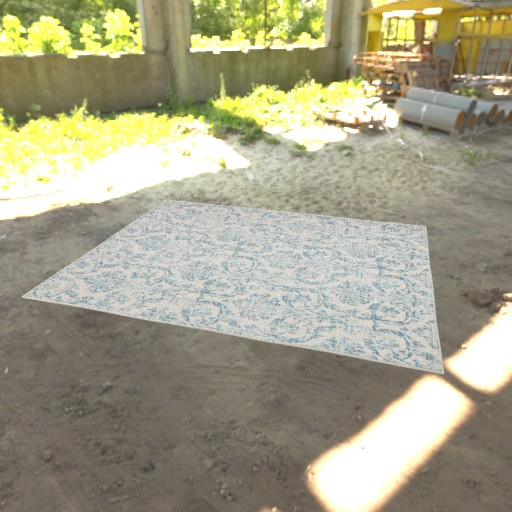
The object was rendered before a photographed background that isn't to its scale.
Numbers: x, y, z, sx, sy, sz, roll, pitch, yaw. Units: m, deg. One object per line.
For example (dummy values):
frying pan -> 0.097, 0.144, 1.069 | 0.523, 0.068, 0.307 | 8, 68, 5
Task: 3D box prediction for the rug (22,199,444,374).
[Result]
rug -> 0.000, 0.000, 3.967 | 2.980, 0.012, 2.363 | 7, 27, 15
